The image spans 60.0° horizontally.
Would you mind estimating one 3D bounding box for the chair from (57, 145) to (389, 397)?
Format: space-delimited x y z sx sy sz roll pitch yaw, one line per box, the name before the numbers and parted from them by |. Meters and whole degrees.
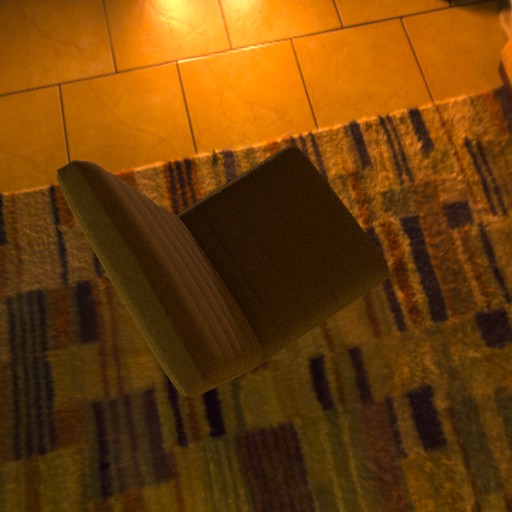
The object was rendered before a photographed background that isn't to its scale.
chair | 0.000 0.000 1.279 0.634 0.930 0.520 -32 77 -8
